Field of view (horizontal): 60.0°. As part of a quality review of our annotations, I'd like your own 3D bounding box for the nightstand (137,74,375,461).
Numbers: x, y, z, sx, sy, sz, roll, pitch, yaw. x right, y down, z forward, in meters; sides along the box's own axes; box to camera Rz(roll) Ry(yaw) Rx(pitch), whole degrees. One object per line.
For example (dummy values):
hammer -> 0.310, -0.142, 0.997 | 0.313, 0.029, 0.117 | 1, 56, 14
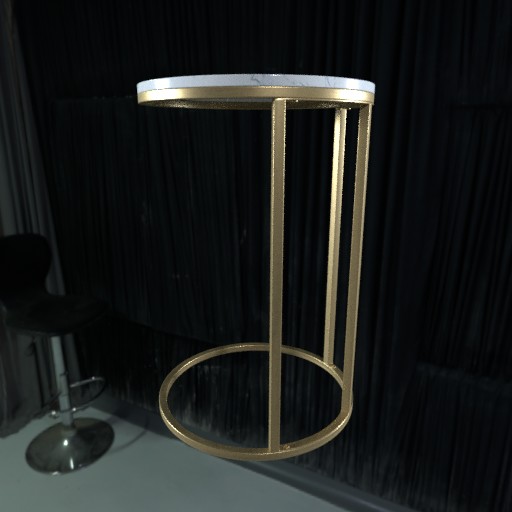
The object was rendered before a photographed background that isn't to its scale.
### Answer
nightstand -> 0.000, 0.000, 0.855 | 0.400, 0.610, 0.400 | 8, 18, 24
